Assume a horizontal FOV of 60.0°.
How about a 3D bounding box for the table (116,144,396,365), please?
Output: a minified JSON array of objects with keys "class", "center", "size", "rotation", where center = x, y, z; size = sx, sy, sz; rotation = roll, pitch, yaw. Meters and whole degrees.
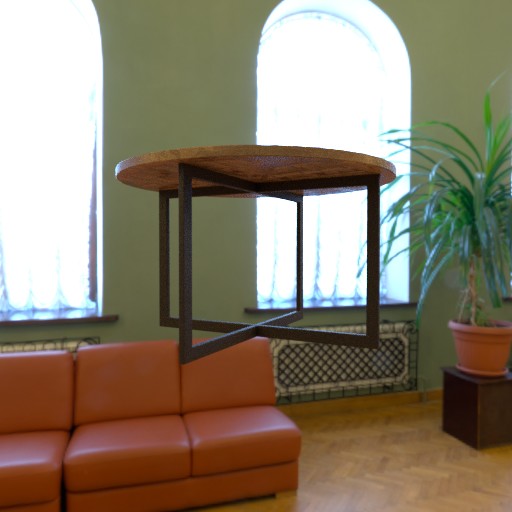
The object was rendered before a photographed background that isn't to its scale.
[{"class":"table","center":[0.000,0.000,2.101],"size":[1.264,0.762,1.264],"rotation":[0,1,0]}]
